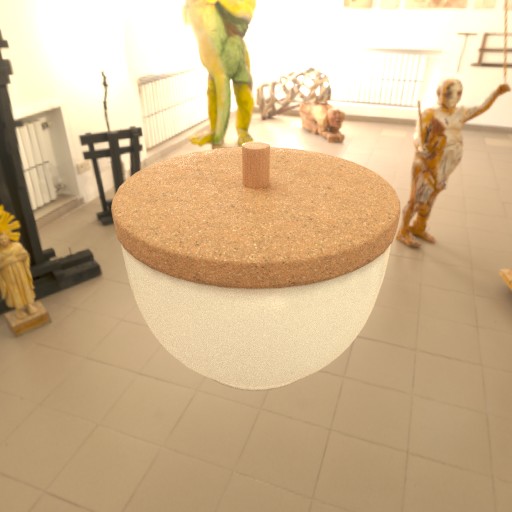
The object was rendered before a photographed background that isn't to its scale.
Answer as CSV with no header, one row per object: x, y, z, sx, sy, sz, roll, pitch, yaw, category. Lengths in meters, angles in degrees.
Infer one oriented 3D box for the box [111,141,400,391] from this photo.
0.000,0.000,0.185,0.107,0.094,0.107,0,31,0,box
